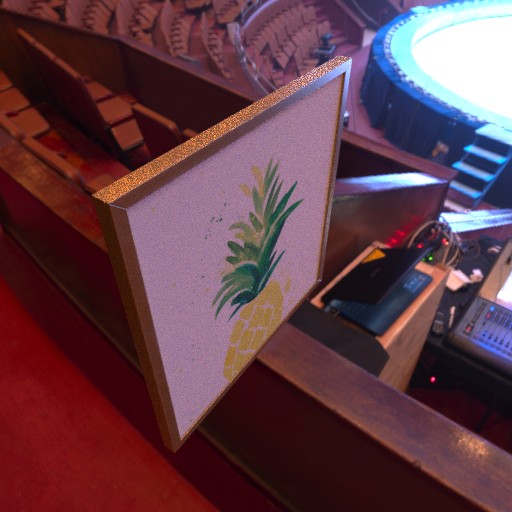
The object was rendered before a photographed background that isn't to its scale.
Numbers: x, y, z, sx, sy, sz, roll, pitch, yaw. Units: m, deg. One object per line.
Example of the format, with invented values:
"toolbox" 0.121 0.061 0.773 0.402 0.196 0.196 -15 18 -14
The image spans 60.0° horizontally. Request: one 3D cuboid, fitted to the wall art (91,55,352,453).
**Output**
"wall art" 0.000 0.000 1.108 0.037 0.760 0.762 25 47 26
